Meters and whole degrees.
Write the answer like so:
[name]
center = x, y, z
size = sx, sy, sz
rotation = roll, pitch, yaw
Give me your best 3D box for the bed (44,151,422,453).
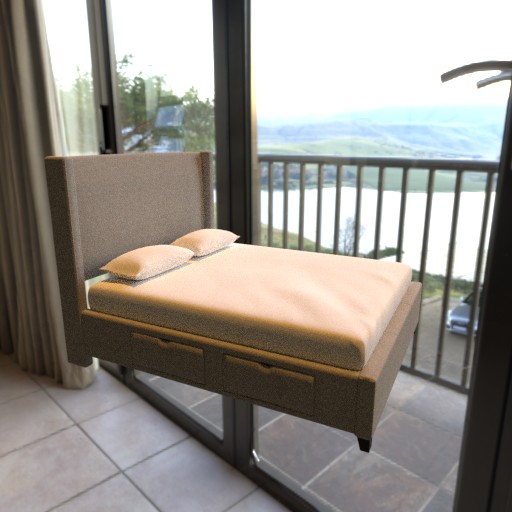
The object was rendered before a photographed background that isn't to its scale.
[bed]
center = 0.000, 0.000, 3.351
size = 2.222, 1.491, 1.774
rotation = 7, 16, 26
